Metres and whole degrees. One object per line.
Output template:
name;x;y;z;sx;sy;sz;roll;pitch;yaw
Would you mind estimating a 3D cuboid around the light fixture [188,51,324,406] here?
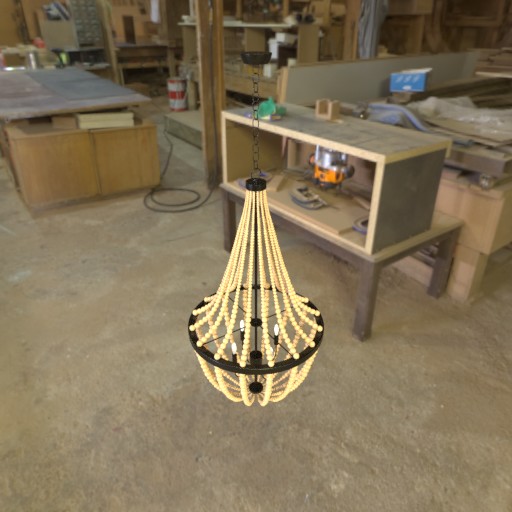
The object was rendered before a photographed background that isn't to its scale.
light fixture;0.000;0.000;1.354;0.450;1.133;0.450;0;30;0
